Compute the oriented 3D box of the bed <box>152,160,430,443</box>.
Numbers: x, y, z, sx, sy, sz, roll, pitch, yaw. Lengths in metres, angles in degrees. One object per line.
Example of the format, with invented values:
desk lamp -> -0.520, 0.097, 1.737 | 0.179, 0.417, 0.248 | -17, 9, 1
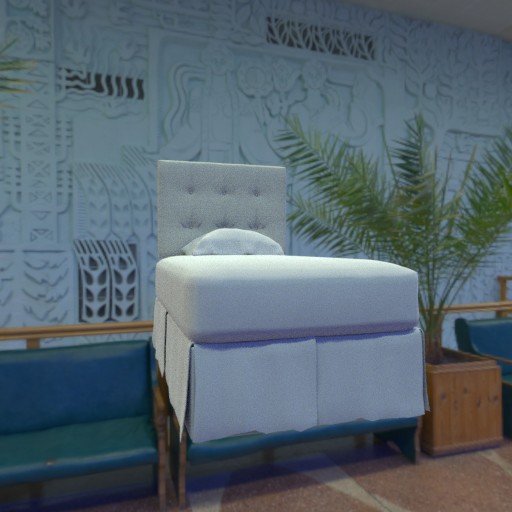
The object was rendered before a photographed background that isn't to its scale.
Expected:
bed -> 0.000, 0.000, 2.964 | 1.261, 1.571, 1.997 | 0, 1, -17
